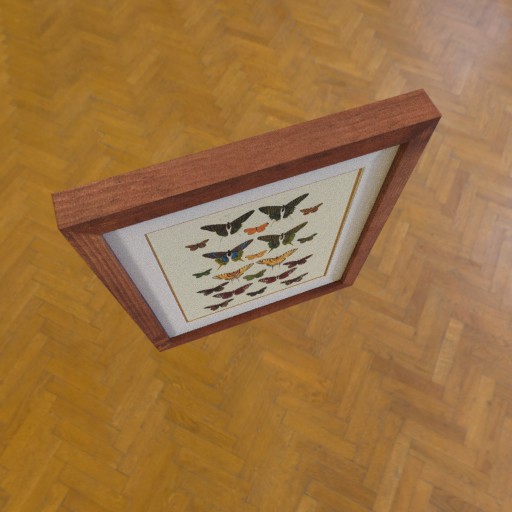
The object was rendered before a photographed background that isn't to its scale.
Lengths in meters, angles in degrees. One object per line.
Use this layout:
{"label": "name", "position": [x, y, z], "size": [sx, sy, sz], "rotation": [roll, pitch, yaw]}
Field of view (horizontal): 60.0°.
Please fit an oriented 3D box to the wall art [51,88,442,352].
{"label": "wall art", "position": [0.000, 0.000, 0.621], "size": [0.377, 0.449, 0.039], "rotation": [-18, 66, -8]}
